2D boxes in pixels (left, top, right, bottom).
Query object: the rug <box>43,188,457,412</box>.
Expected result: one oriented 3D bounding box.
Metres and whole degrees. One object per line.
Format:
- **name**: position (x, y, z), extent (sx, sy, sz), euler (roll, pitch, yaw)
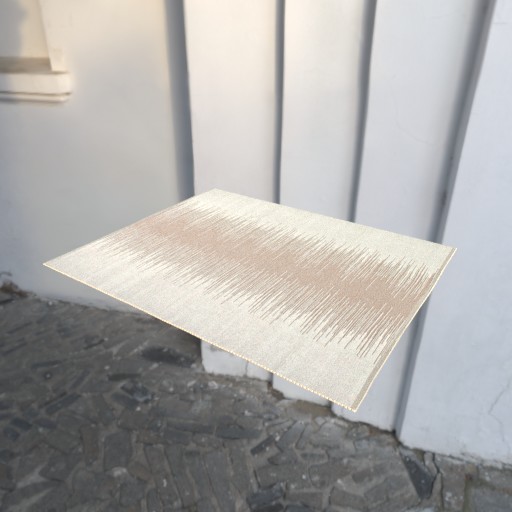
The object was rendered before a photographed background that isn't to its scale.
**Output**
- **rug**: position (0.000, 0.000, 4.155), extent (3.048, 0.013, 2.438), euler (18, 33, 30)
